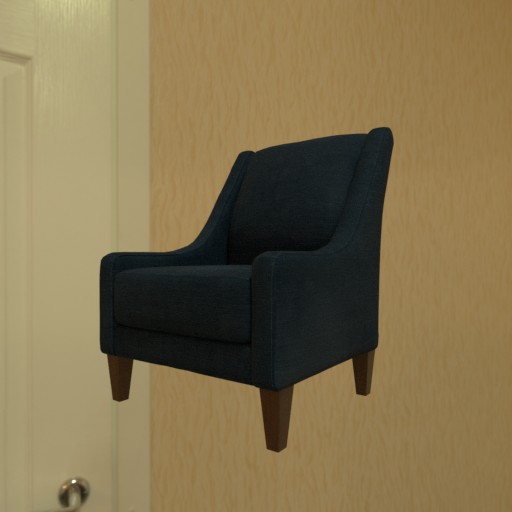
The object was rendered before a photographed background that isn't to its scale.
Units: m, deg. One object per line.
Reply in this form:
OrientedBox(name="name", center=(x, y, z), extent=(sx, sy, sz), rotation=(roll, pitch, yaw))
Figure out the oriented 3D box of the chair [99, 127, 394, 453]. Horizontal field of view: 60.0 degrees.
OrientedBox(name="chair", center=(0.000, 0.000, 1.652), extent=(0.774, 1.014, 0.870), rotation=(0, 0, 37))
